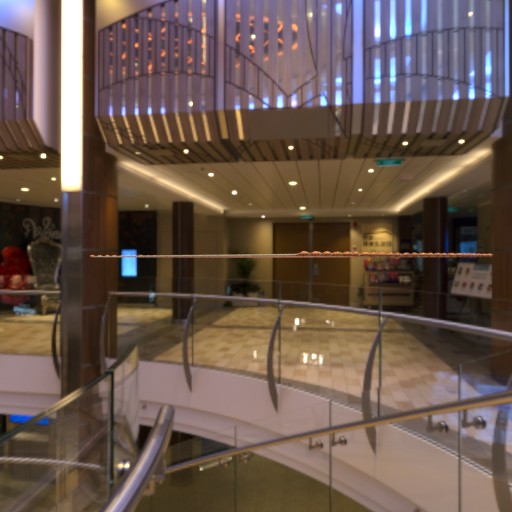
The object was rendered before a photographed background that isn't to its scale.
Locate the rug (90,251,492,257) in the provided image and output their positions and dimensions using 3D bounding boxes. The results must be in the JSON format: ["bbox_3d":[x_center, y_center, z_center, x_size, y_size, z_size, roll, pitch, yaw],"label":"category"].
[{"bbox_3d":[0.000,0.000,2.534,1.232,0.017,2.092,0,0,-38],"label":"rug"}]
